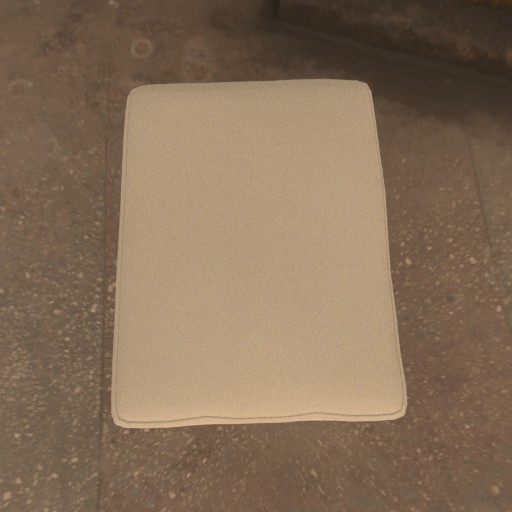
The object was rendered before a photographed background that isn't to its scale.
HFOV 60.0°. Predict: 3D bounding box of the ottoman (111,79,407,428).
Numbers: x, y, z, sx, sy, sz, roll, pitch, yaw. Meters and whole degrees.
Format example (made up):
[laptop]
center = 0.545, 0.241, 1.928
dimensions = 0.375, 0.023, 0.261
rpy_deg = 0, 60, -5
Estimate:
[ottoman]
center = 0.000, 0.000, 1.185
dimensions = 0.634, 0.485, 0.818
rpy_deg = -2, 75, 0
